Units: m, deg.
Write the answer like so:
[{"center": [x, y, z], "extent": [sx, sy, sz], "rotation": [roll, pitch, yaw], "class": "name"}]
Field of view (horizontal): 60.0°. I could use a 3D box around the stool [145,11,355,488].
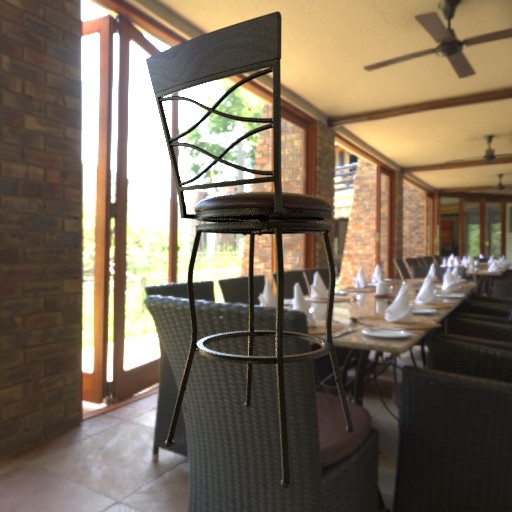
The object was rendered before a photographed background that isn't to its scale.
[{"center": [0.000, 0.000, 1.340], "extent": [0.448, 1.130, 0.513], "rotation": [0, 1, 35], "class": "stool"}]
